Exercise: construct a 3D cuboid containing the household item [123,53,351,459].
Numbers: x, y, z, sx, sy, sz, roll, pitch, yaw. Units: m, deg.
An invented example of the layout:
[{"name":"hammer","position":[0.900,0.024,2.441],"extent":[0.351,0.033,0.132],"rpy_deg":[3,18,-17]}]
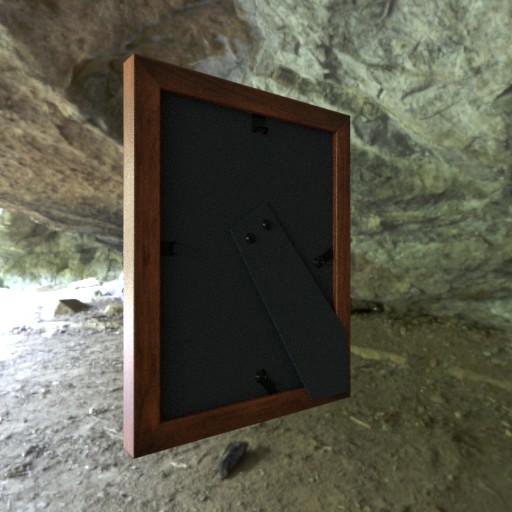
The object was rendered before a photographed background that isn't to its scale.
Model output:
[{"name":"household item","position":[0.000,0.000,0.339],"extent":[0.200,0.250,0.020],"rpy_deg":[0,0,-37]}]
